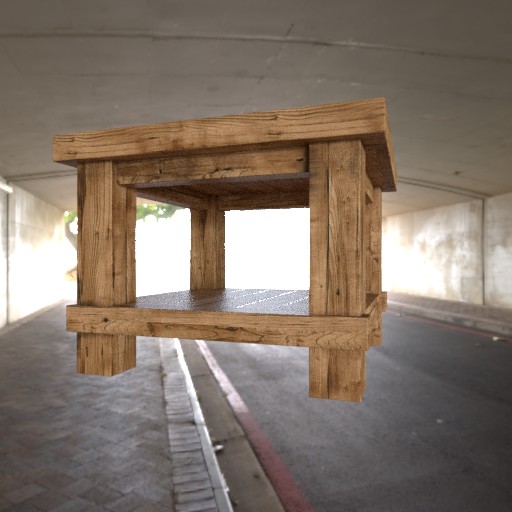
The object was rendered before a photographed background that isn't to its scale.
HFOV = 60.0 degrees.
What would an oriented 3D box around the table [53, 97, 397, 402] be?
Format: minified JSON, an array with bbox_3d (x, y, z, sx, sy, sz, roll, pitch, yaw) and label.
[{"bbox_3d":[0.000,0.000,1.032,0.610,0.457,0.610,0,0,19],"label":"table"}]
